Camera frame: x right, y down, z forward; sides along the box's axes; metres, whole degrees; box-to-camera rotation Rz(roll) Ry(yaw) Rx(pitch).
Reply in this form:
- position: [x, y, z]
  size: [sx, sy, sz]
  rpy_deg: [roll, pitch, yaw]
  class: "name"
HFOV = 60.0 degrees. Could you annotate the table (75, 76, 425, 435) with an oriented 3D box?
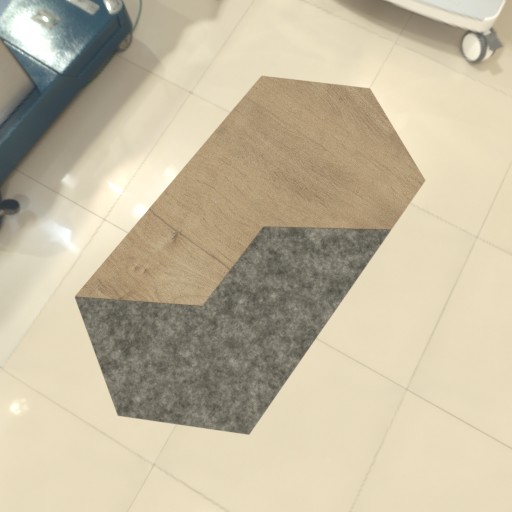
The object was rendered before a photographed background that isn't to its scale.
- position: [0.000, 0.000, 1.504]
  size: [0.609, 0.457, 1.219]
  rpy_deg: [36, 78, 8]
  class: "table"
